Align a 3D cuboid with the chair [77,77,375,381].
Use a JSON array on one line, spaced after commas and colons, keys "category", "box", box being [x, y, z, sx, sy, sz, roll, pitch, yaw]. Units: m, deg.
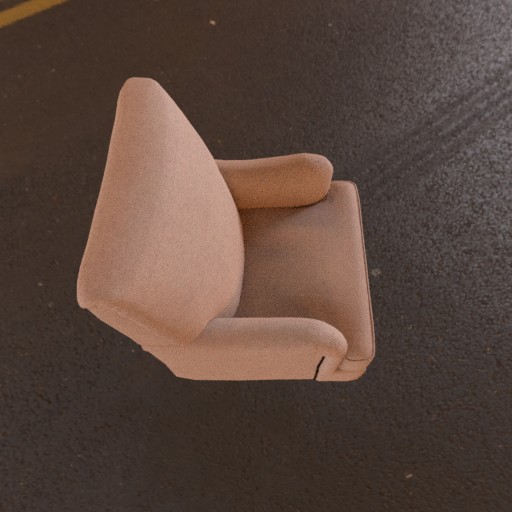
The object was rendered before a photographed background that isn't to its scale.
[{"category": "chair", "box": [0.000, 0.000, 1.818, 0.953, 1.119, 0.879, 1, 62, 0]}]
